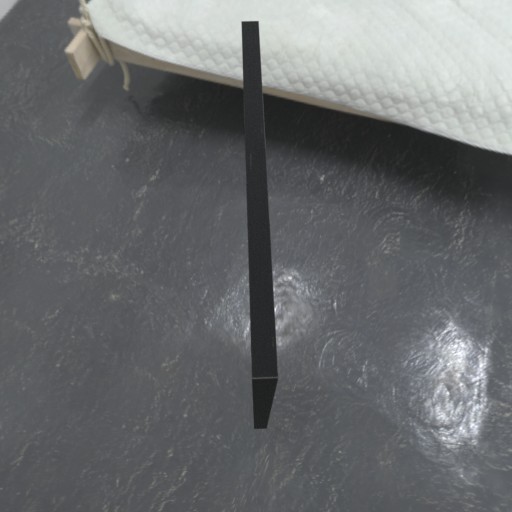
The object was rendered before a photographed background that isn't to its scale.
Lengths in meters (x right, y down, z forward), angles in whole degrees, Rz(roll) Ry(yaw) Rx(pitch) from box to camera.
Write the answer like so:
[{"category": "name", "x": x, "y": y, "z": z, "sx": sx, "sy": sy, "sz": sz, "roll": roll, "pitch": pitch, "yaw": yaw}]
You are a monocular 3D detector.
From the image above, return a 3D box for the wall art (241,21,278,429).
[{"category": "wall art", "x": 0.000, "y": 0.000, "z": 1.133, "sx": 0.037, "sy": 0.761, "sz": 0.761, "roll": -2, "pitch": 64, "yaw": -1}]
